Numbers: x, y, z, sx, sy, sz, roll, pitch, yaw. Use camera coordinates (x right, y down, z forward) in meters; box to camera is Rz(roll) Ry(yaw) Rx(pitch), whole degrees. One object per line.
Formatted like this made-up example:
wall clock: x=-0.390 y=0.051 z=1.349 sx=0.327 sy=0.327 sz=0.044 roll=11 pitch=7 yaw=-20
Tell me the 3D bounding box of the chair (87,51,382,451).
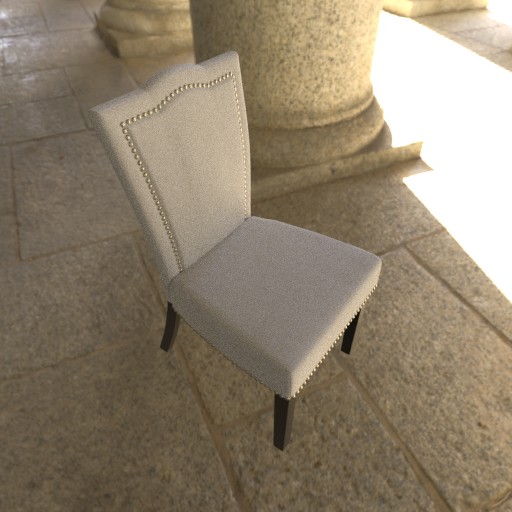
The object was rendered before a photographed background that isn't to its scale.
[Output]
chair: x=0.000 y=0.000 z=1.269 sx=0.589 sy=0.946 sz=0.518 roll=26 pitch=48 yaw=26
